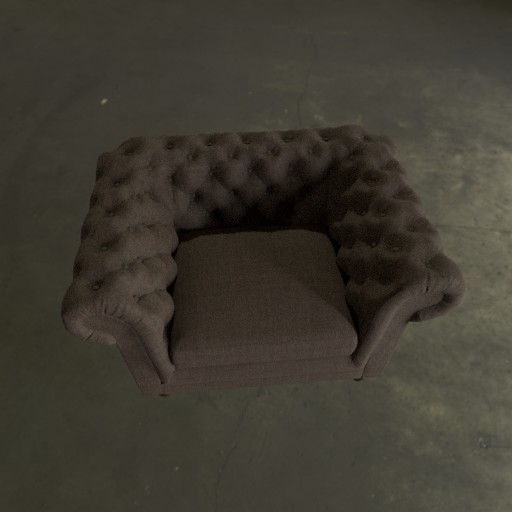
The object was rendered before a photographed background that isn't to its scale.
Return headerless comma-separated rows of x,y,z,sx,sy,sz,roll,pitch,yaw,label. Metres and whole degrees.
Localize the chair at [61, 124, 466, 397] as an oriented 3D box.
0.000,0.000,1.893,1.298,0.780,0.945,-4,48,-3,chair
